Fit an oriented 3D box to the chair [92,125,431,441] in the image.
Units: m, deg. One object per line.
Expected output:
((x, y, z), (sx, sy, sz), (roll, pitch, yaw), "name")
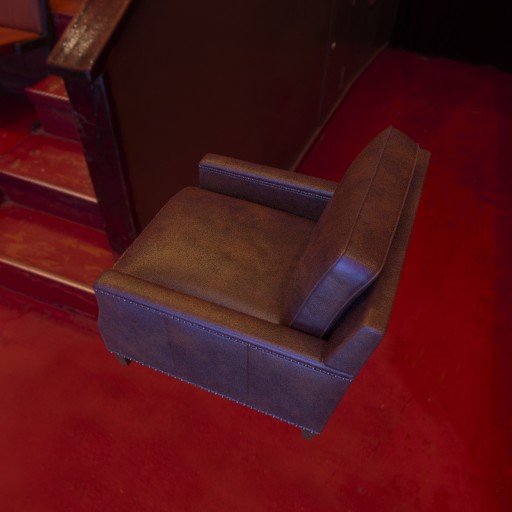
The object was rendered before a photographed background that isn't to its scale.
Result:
((0.000, 0.000, 1.690), (1.014, 0.929, 0.853), (17, 48, 15), "chair")
